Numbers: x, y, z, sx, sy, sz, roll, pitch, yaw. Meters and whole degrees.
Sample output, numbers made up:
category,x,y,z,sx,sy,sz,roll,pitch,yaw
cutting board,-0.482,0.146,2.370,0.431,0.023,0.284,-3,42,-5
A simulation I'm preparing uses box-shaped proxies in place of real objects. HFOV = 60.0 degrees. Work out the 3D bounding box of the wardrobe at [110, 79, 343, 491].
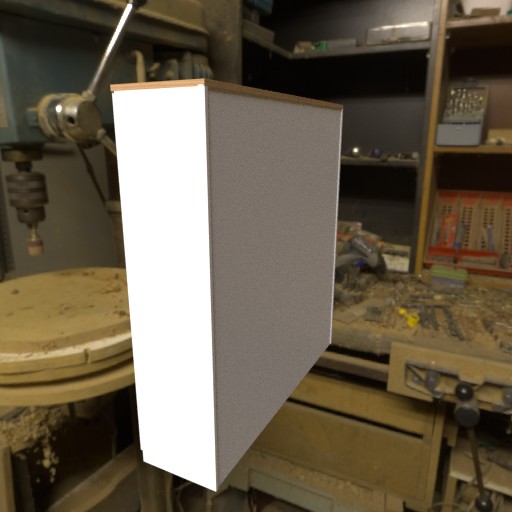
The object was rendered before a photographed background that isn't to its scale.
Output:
category,x,y,z,sx,sy,sz,roll,pitch,yaw
wardrobe,0.000,0.000,3.352,0.590,2.260,2.160,8,17,26
